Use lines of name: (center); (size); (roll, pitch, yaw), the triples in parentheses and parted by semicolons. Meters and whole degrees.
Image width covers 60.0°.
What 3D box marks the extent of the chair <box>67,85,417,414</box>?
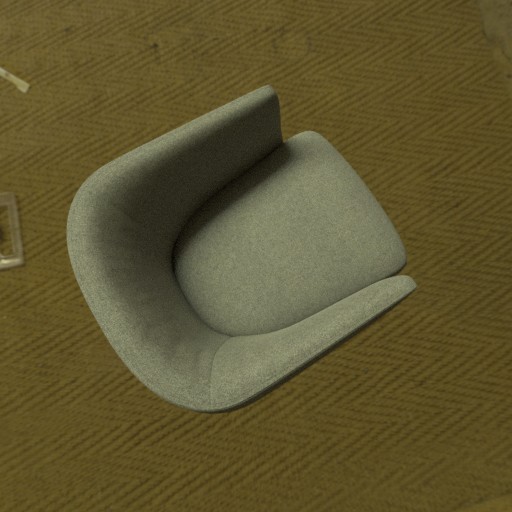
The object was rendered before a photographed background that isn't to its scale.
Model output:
chair: (0.000, 0.000, 1.603); (0.986, 0.861, 0.822); (-32, 78, -7)
